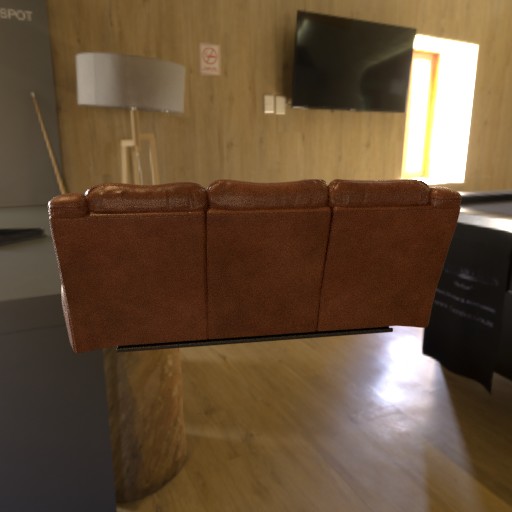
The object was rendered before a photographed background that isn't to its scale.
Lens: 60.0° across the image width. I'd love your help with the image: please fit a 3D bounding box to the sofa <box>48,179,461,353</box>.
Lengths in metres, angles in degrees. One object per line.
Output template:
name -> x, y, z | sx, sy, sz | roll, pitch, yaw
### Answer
sofa -> 0.000, 0.000, 2.878 | 2.337, 1.043, 0.991 | -2, 14, -10
